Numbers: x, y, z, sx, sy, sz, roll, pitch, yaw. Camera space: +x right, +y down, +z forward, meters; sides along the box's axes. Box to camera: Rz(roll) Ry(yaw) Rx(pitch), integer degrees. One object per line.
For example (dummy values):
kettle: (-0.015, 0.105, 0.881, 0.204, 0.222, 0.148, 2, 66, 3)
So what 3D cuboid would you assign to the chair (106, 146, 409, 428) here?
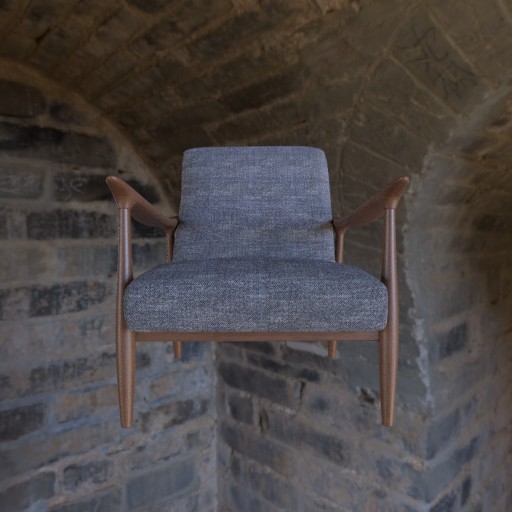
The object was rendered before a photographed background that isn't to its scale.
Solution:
chair: (0.000, 0.000, 1.395, 0.741, 0.832, 0.798, 0, 2, -1)
